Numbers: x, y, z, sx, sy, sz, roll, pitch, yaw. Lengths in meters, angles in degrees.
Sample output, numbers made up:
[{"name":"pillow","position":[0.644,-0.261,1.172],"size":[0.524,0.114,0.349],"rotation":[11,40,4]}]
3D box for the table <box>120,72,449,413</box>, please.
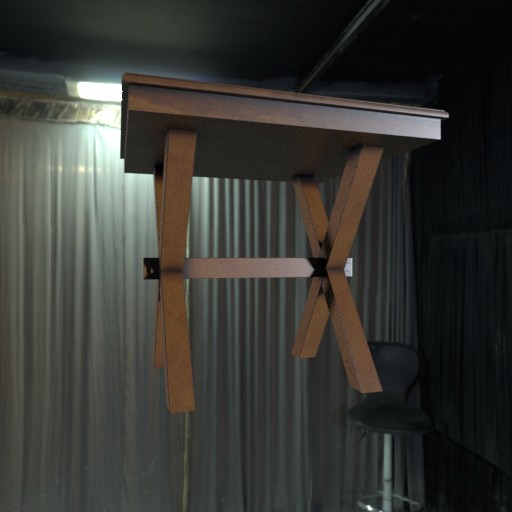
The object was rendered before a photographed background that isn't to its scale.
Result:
[{"name":"table","position":[0.000,0.000,1.030],"size":[0.602,0.562,0.560],"rotation":[0,0,-17]}]
